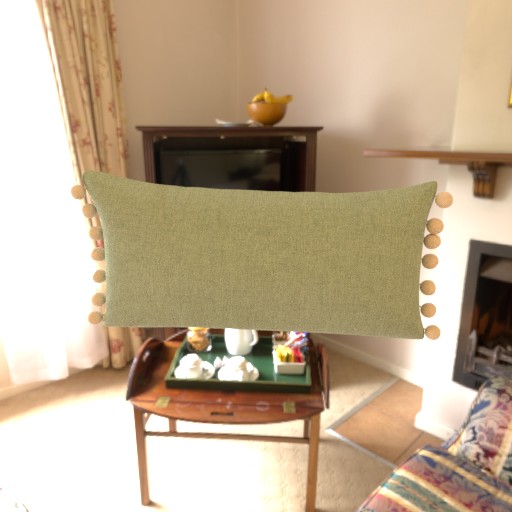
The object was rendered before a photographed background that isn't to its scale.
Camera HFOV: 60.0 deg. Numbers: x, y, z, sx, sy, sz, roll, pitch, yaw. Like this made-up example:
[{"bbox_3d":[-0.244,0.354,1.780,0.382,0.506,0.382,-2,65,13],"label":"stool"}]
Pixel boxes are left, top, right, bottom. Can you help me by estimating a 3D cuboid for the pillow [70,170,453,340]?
[{"bbox_3d":[0.000,0.000,0.856,0.709,0.322,0.201,2,15,6],"label":"pillow"}]
